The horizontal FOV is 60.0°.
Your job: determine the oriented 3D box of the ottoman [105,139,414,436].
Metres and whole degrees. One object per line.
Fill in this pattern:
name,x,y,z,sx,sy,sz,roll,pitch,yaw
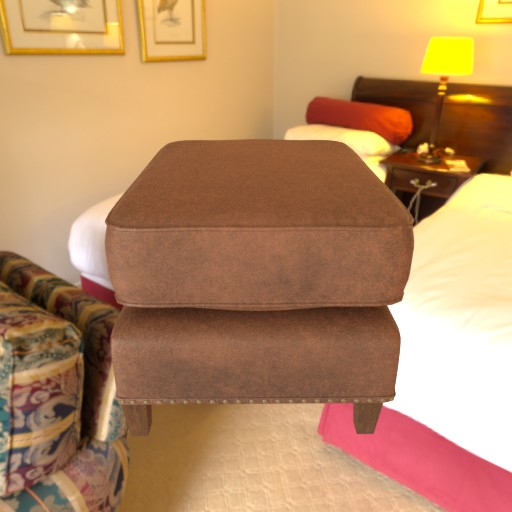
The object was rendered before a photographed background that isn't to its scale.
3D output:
ottoman,0.000,0.000,1.163,0.589,0.537,0.738,0,26,-1
